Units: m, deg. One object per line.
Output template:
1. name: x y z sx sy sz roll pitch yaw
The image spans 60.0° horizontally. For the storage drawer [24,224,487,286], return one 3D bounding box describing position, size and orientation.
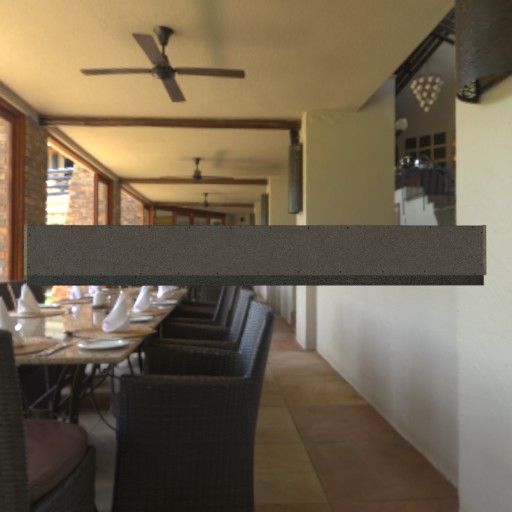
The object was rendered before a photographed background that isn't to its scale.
1. storage drawer: 0.000 0.000 2.281 2.072 0.274 0.591 0 -1 -1
